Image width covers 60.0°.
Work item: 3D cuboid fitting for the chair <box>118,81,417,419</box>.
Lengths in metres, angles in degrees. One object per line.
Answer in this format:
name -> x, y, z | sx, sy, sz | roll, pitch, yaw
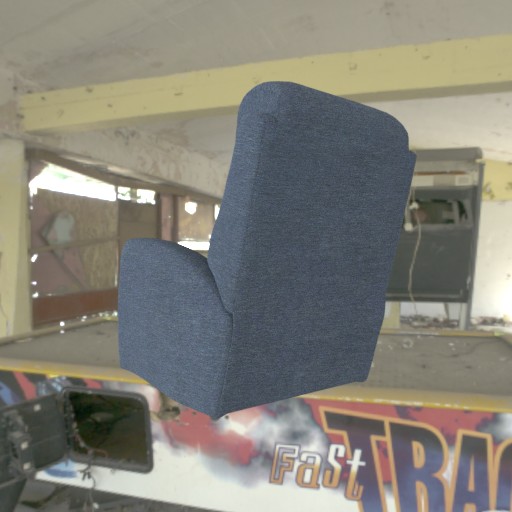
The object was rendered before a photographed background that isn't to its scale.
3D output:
chair -> 0.000, 0.000, 1.739 | 0.798, 1.013, 1.043 | 0, 0, -36
